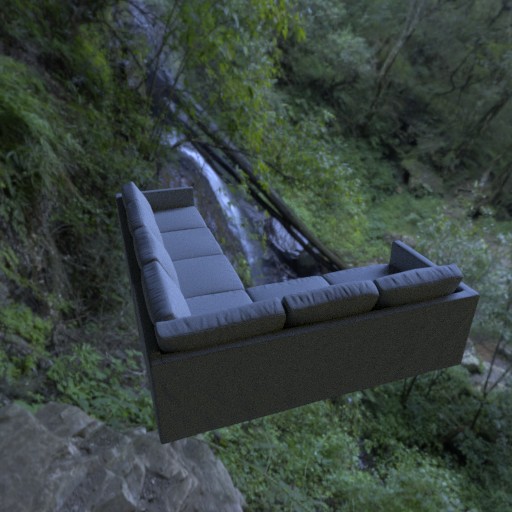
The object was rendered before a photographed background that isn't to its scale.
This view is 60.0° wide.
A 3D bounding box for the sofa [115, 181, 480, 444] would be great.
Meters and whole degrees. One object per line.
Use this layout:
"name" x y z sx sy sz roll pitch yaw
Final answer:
"sofa" 0.000 0.000 4.360 2.432 0.871 3.182 -9 29 -17
